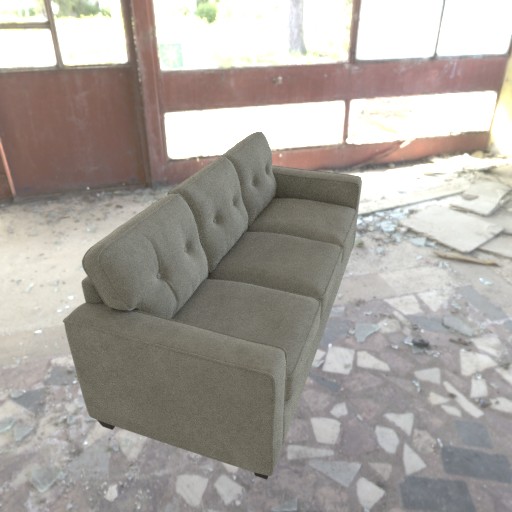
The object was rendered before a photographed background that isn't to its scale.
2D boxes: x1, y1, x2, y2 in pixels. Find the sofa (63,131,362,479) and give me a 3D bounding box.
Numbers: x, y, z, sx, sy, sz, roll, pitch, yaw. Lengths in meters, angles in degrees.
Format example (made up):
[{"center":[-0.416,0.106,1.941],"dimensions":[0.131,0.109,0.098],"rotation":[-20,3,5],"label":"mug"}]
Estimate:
[{"center":[0.000,0.000,2.599],"dimensions":[0.939,0.965,2.133],"rotation":[10,32,17],"label":"sofa"}]
